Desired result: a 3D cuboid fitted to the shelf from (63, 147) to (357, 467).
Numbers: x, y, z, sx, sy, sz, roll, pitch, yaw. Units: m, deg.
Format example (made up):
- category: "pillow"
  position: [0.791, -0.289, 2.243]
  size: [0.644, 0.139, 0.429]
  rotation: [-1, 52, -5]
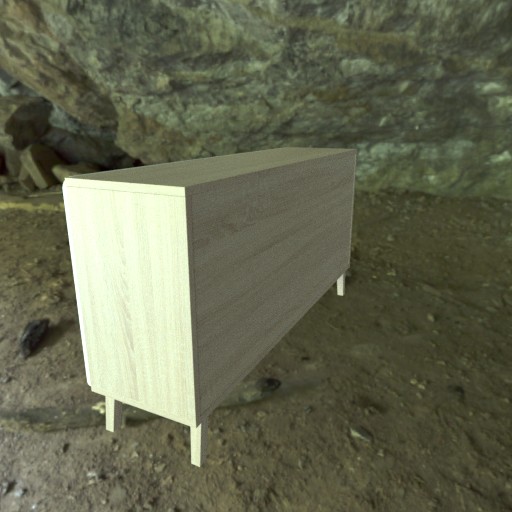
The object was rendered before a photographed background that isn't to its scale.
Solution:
- category: "shelf"
  position: [0.000, 0.000, 1.809]
  size: [0.400, 0.780, 1.490]
  rotation: [8, 19, 25]
